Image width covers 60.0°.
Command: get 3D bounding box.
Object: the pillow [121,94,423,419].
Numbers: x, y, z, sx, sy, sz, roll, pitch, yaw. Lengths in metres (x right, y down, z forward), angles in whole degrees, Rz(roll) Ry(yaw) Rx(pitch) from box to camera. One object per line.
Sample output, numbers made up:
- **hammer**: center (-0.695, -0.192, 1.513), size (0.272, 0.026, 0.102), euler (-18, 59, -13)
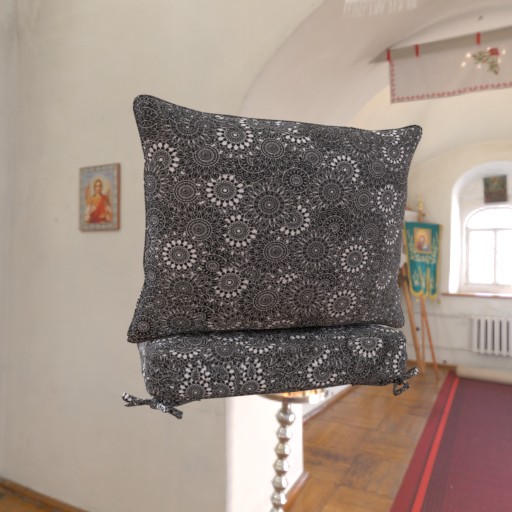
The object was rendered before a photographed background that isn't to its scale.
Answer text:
- **pillow**: center (0.000, 0.000, 1.368), size (0.798, 0.722, 0.740), euler (0, 0, -17)
